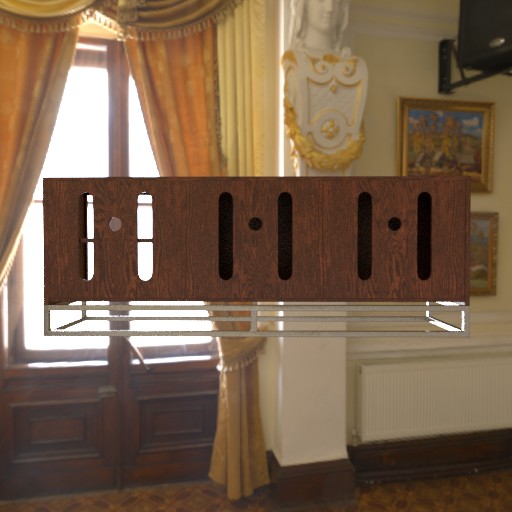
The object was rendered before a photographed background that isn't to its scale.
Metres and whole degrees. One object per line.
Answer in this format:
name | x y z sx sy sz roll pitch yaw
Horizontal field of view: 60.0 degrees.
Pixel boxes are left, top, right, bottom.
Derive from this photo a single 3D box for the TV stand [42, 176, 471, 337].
TV stand | 0.000 0.000 1.785 1.541 0.578 0.382 0 1 1
